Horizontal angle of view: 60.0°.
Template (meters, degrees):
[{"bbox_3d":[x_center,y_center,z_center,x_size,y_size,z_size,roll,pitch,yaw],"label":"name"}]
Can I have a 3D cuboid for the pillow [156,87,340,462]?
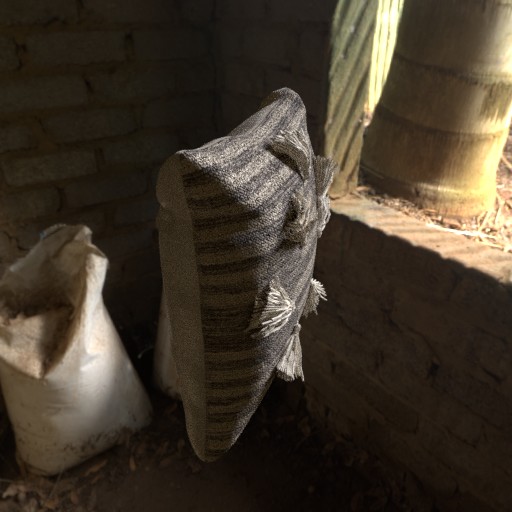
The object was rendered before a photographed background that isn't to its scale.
[{"bbox_3d":[0.000,0.000,0.766,0.234,0.490,0.484,8,30,14],"label":"pillow"}]
